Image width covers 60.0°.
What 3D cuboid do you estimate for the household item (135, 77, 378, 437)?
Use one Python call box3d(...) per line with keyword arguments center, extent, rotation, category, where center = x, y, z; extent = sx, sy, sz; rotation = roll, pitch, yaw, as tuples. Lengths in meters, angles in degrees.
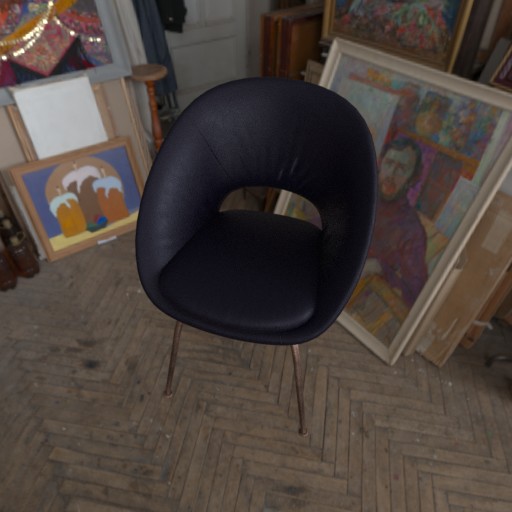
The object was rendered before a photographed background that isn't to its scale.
box3d(center=(0.000, 0.000, 1.302), extent=(0.623, 0.852, 0.573), rotation=(11, 42, 13), category="household item")
